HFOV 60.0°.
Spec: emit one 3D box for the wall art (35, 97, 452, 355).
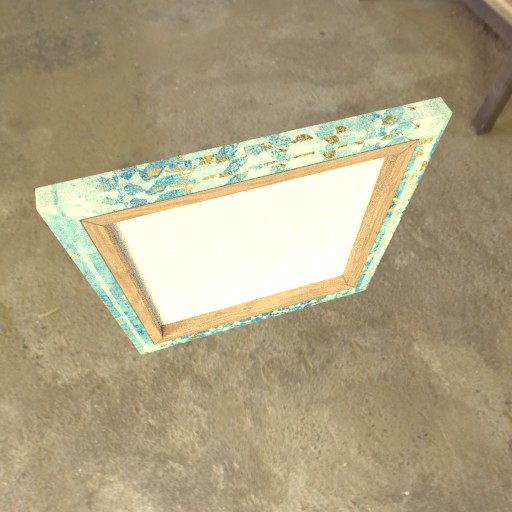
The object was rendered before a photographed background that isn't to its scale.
[{"bbox_3d":[0.000,0.000,0.894,0.609,0.609,0.040,-15,61,-8],"label":"wall art"}]
